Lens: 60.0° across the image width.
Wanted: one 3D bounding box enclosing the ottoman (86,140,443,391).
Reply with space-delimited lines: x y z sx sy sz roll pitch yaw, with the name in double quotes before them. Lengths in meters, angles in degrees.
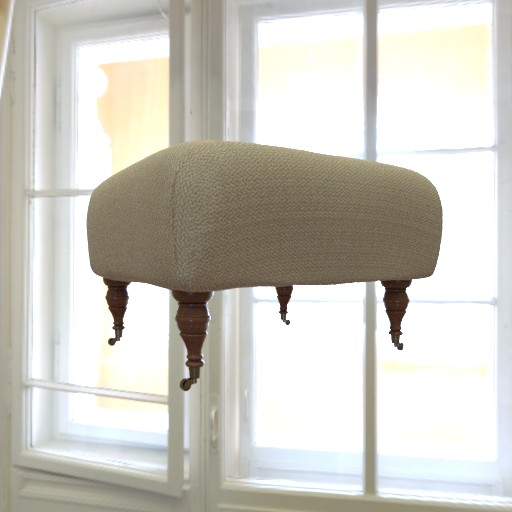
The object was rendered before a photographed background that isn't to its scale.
"ottoman" 0.000 0.000 1.070 0.684 0.447 0.622 0 0 -34
